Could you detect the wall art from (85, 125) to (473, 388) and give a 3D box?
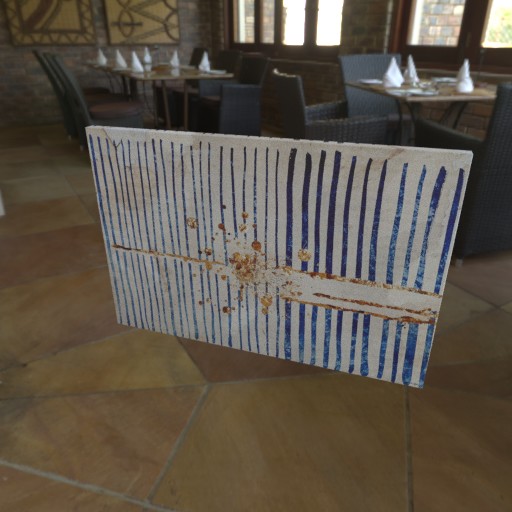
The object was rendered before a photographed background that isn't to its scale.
[{"bbox_3d":[0.000,0.000,1.441,1.143,0.757,0.038,8,27,17],"label":"wall art"}]
